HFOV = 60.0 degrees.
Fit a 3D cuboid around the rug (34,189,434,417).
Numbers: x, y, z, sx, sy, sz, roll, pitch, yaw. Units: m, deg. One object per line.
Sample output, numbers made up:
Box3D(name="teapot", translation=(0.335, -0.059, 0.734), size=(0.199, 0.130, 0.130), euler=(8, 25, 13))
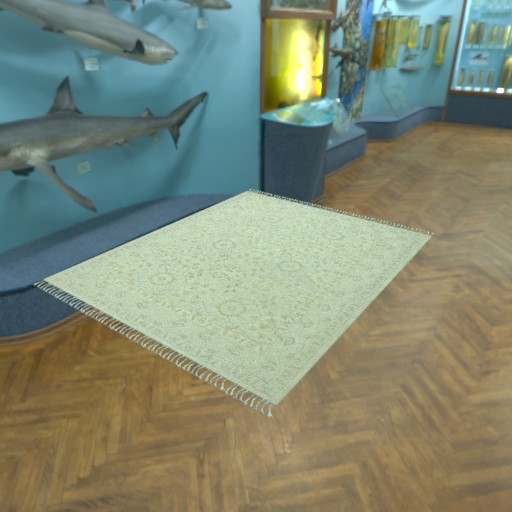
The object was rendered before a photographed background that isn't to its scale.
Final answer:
Box3D(name="rug", translation=(0.000, 0.000, 4.153), size=(2.444, 0.013, 3.043), euler=(19, 33, 32))
